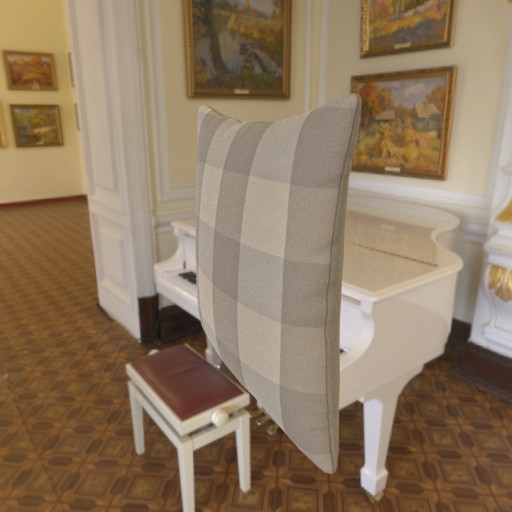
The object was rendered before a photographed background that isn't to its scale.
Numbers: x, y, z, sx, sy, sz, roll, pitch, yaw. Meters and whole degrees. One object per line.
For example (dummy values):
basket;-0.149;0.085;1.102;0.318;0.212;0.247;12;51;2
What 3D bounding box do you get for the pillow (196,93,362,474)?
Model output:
pillow;0.000;0.000;0.769;0.161;0.509;0.511;-8;19;-24
